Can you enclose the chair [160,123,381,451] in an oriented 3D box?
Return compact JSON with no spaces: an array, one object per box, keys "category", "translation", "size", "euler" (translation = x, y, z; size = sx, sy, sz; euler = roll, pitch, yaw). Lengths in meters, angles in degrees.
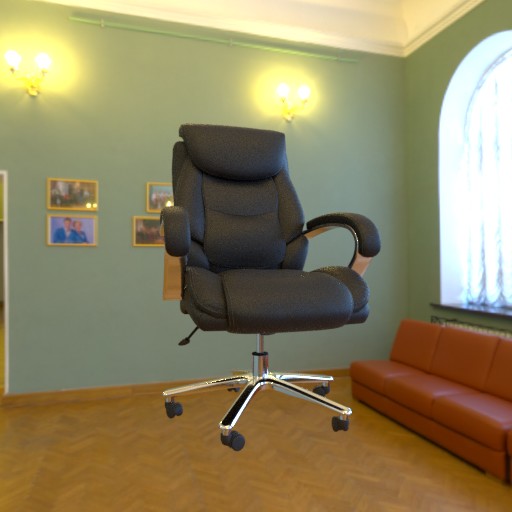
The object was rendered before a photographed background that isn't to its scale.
[{"category":"chair","translation":[0.000,0.000,1.707],"size":[0.755,1.183,0.790],"euler":[0,-1,-18]}]
